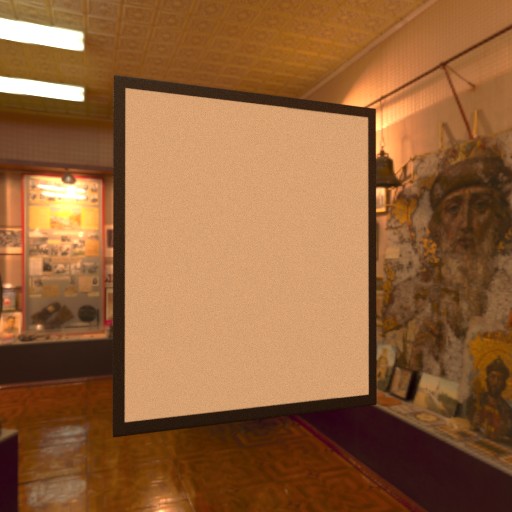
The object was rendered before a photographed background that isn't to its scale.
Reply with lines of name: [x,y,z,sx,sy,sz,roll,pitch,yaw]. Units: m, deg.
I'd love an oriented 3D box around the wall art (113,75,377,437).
wall art: [0.000,0.000,0.701,0.430,0.509,0.021,0,-1,-19]
